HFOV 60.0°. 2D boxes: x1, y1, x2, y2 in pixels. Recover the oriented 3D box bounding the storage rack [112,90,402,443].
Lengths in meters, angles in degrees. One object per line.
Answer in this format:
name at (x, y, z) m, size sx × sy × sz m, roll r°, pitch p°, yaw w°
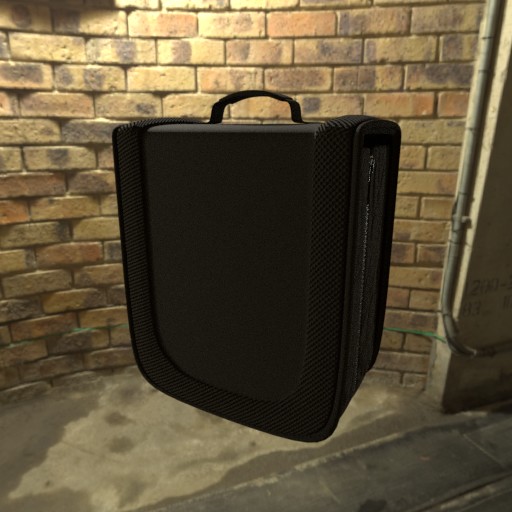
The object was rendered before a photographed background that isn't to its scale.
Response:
storage rack at (0.000, 0.000, 0.554) m, size 0.297 × 0.387 × 0.168 m, roll 9°, pitch 18°, yaw 28°
